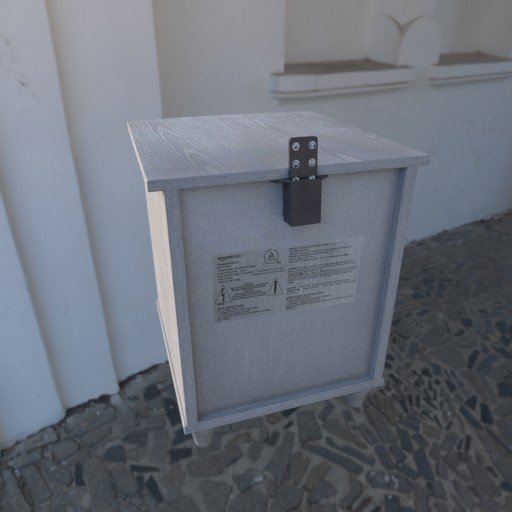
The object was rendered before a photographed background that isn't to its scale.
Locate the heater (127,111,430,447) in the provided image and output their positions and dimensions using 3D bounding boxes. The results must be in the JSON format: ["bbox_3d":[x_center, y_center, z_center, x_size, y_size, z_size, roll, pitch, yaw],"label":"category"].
[{"bbox_3d":[0.000,0.000,0.771,0.362,0.481,0.400,-8,28,-16],"label":"heater"}]
